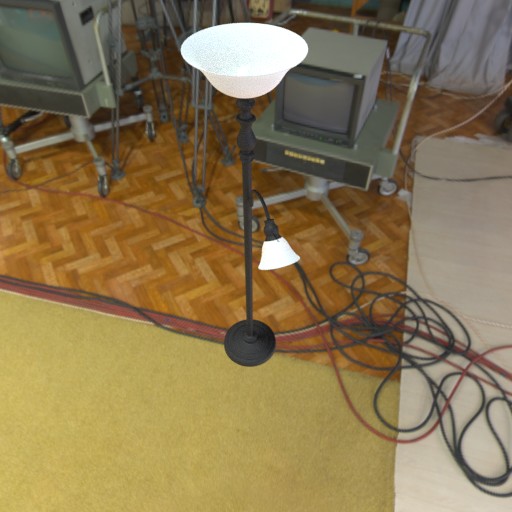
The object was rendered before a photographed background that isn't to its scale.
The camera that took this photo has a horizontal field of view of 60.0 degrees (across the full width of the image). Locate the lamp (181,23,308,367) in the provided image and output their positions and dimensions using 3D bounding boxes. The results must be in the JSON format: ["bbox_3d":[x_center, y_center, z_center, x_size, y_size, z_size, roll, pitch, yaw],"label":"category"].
[{"bbox_3d":[0.000,0.000,2.020,0.405,1.793,0.588,-18,50,-16],"label":"lamp"}]
